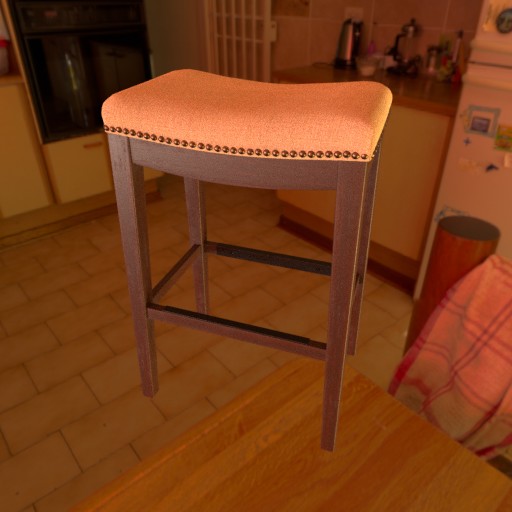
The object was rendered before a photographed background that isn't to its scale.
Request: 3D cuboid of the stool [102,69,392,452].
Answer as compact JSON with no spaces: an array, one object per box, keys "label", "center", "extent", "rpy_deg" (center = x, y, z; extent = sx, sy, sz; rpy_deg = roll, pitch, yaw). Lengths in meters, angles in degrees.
[{"label":"stool","center":[0.000,0.000,1.048],"extent":[0.509,0.768,0.363],"rpy_deg":[10,33,16]}]
